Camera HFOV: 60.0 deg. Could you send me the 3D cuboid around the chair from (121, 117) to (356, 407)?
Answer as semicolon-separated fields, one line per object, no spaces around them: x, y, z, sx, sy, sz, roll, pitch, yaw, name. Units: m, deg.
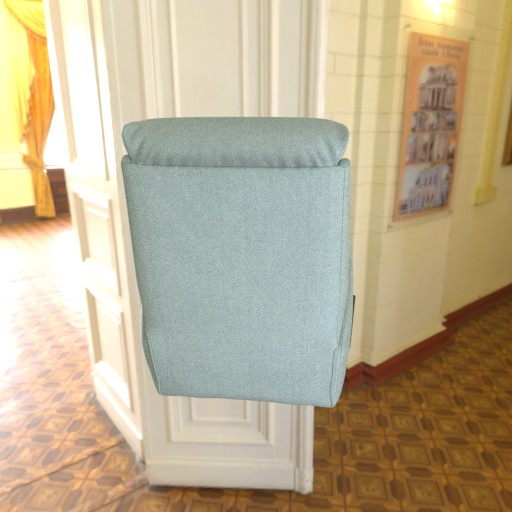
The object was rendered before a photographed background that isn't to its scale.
0.000;0.000;1.697;0.812;1.013;0.940;2;17;6;chair
